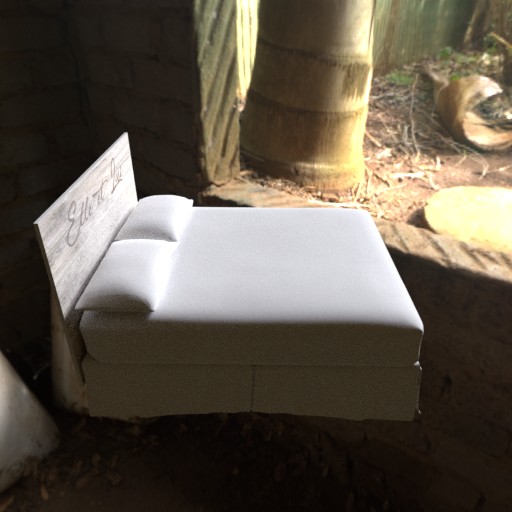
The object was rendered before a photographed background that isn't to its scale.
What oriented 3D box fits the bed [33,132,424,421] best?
[{"bbox_3d":[0.000,0.000,3.159,2.094,1.335,1.745,0,31,1],"label":"bed"}]
